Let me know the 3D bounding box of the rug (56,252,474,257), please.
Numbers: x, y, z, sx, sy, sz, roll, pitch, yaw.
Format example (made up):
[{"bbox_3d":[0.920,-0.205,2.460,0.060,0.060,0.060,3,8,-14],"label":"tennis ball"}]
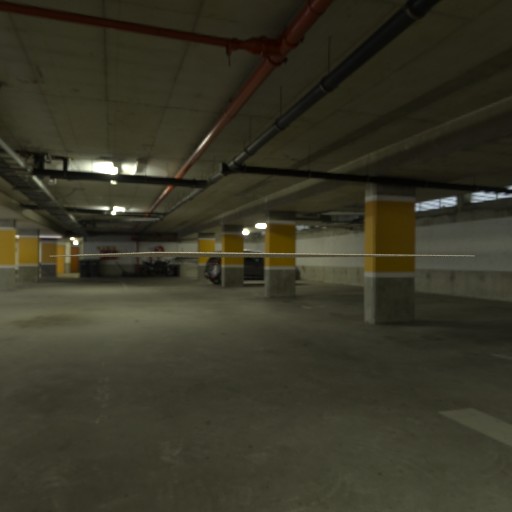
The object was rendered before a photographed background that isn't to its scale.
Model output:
[{"bbox_3d":[0.000,0.000,3.888,2.880,0.005,2.391,0,-1,-36],"label":"rug"}]
